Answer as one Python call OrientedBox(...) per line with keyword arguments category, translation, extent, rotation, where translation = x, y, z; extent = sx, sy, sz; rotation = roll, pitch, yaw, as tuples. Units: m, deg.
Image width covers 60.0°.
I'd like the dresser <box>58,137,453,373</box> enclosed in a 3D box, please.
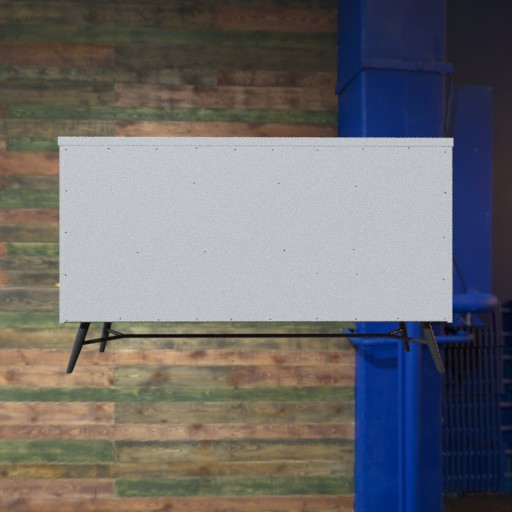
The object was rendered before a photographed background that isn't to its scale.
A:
OrientedBox(category="dresser", translation=(0.000, 0.000, 1.937), extent=(1.524, 0.914, 0.457), rotation=(0, 0, -1))
